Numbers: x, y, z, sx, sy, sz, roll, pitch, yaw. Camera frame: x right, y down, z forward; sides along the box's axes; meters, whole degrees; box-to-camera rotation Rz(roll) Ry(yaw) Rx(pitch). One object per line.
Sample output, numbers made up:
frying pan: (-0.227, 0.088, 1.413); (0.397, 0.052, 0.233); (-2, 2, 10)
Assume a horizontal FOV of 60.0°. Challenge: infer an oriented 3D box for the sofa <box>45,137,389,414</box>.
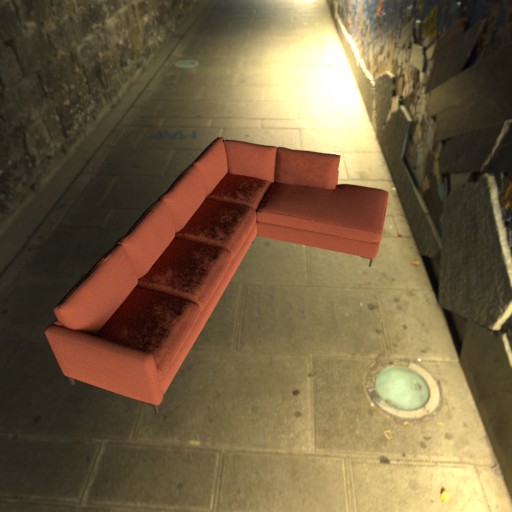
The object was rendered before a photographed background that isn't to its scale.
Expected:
sofa: (0.000, 0.000, 3.605); (1.879, 0.757, 2.736); (12, 41, 14)
